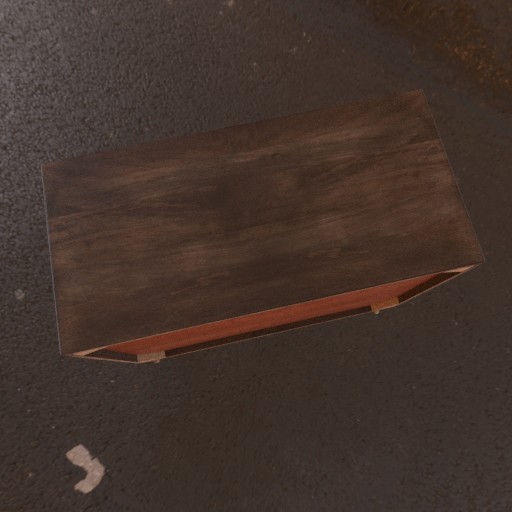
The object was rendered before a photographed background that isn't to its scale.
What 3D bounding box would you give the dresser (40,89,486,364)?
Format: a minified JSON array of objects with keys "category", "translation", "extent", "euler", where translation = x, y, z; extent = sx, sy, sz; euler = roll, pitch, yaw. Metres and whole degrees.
[{"category":"dresser","translation":[0.000,0.000,1.380],"extent":[0.923,0.801,0.453],"euler":[-12,75,-3]}]
